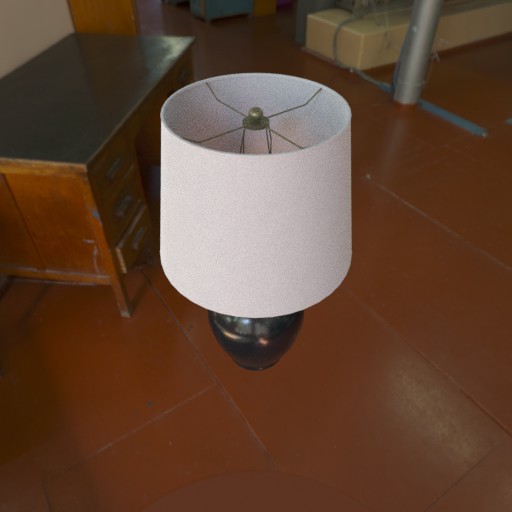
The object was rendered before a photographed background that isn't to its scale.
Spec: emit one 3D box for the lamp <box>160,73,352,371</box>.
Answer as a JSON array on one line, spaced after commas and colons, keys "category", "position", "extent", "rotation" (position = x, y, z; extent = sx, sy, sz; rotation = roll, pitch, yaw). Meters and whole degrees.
[{"category": "lamp", "position": [0.000, 0.000, 0.576], "extent": [0.239, 0.399, 0.239], "rotation": [0, 42, 0]}]
